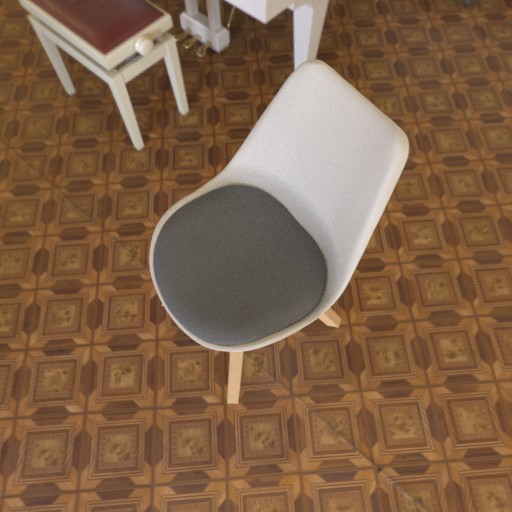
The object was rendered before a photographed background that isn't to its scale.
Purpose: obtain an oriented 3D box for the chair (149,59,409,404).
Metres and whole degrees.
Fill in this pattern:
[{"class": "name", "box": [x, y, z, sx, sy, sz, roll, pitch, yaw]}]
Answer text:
[{"class": "chair", "box": [0.000, 0.000, 1.196, 0.550, 0.850, 0.485, -33, 68, -15]}]
